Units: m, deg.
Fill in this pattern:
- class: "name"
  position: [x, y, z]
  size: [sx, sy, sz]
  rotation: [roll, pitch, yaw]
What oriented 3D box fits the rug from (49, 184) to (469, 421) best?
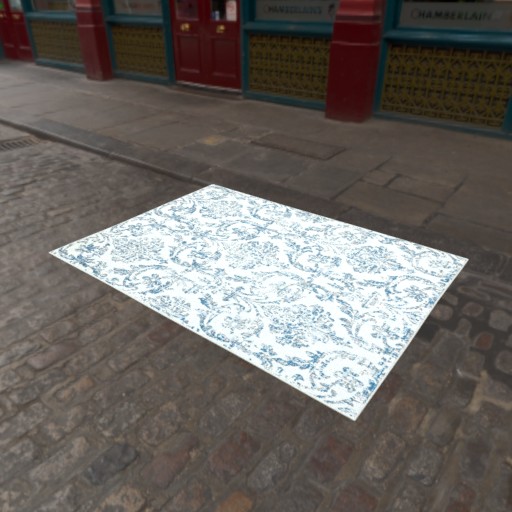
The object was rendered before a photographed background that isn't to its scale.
- class: "rug"
  position: [0.000, 0.000, 2.856]
  size: [2.197, 0.014, 1.586]
  rotation: [21, 36, 32]
